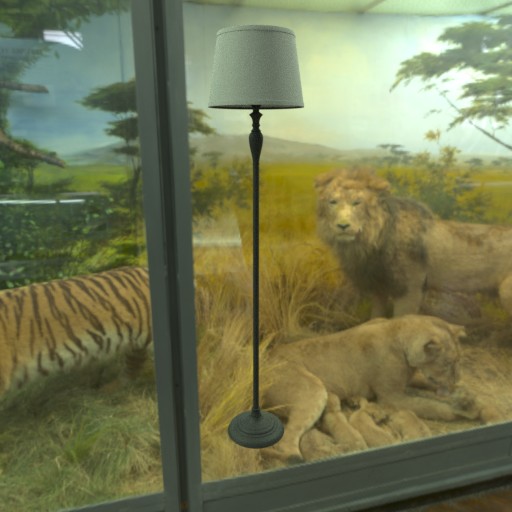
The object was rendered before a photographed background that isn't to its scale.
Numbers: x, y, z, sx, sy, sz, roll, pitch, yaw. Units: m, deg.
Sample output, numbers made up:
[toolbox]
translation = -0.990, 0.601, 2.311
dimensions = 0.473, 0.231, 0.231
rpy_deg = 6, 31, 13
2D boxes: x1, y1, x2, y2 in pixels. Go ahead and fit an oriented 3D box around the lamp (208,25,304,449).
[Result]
[lamp]
translation = 0.000, 0.000, 1.649
dimensions = 0.327, 1.506, 0.327
rpy_deg = 15, 21, 42
